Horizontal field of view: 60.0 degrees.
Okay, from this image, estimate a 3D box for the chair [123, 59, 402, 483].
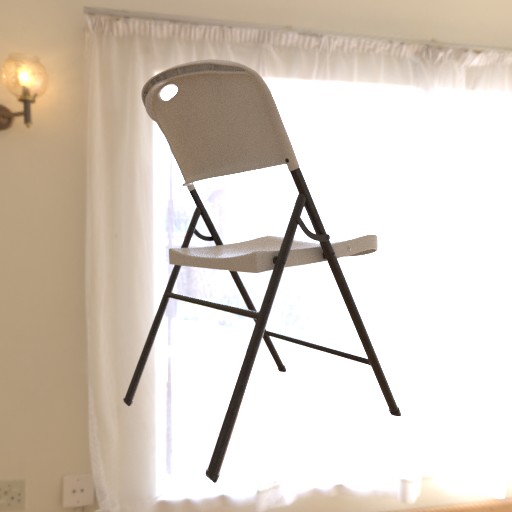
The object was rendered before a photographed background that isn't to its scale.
[{"bbox_3d":[0.000,0.000,1.148,0.566,0.810,0.494,-1,2,-35],"label":"chair"}]
